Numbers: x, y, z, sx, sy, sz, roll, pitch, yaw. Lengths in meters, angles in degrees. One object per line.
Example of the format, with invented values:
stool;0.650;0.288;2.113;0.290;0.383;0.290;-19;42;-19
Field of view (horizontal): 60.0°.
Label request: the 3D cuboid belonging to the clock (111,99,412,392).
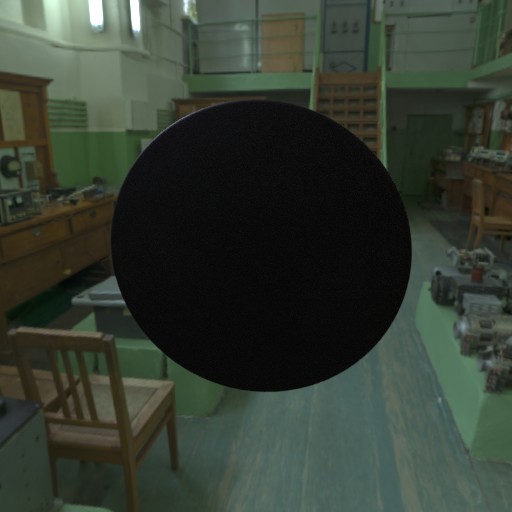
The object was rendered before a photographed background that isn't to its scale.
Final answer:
clock;0.000;0.000;0.471;0.314;0.314;0.029;2;17;8
